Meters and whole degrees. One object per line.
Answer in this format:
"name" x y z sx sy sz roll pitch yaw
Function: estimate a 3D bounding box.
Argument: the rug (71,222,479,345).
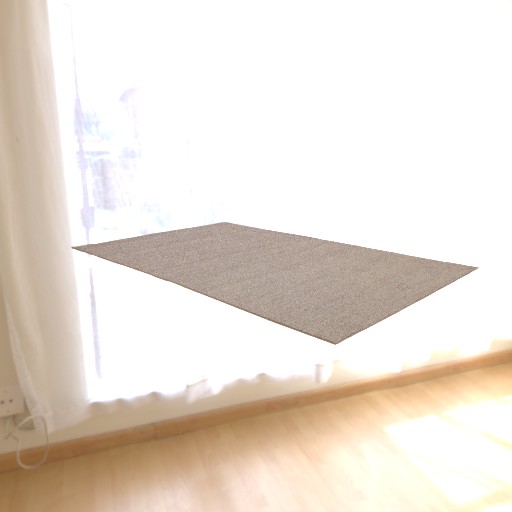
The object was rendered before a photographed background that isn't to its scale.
"rug" 0.000 0.000 2.271 1.792 0.021 1.154 14 19 43
